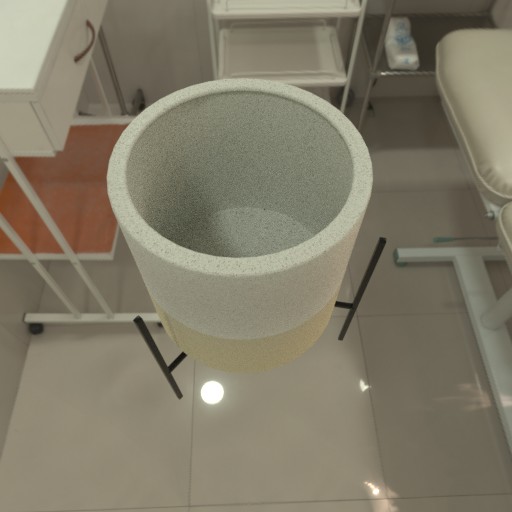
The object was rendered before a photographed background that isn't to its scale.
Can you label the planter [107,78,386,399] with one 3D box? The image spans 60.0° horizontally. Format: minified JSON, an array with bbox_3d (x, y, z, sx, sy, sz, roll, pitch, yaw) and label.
[{"bbox_3d":[0.000,0.000,0.554,0.267,0.362,0.263,-2,58,-1],"label":"planter"}]
